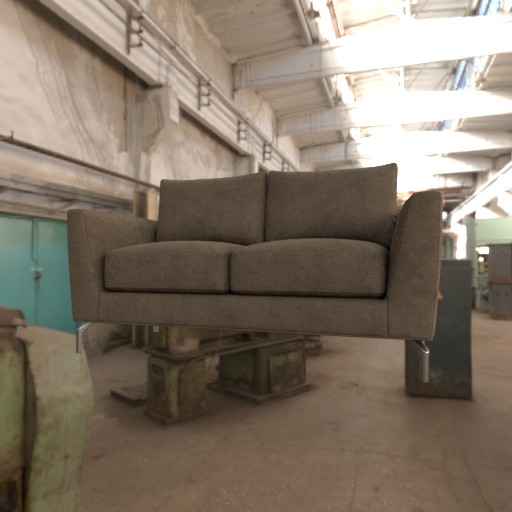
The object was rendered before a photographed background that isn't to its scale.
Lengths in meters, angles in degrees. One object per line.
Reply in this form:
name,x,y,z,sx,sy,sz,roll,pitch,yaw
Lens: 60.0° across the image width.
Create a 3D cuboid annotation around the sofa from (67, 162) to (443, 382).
sofa,0.000,0.000,2.406,1.832,1.013,0.855,0,-1,20
